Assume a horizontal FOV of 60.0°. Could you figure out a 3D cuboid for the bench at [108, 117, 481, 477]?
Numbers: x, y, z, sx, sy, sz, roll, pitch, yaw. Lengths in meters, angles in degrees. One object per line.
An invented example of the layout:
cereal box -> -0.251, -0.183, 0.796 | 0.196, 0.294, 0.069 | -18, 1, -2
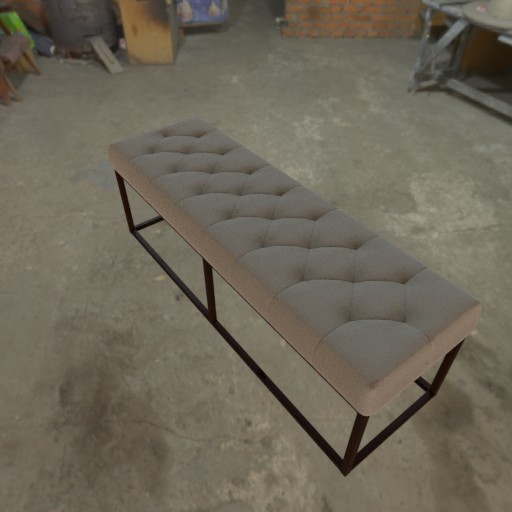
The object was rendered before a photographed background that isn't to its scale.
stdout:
bench -> 0.000, 0.000, 1.690 | 0.479, 0.488, 1.488 | -27, 49, -27
